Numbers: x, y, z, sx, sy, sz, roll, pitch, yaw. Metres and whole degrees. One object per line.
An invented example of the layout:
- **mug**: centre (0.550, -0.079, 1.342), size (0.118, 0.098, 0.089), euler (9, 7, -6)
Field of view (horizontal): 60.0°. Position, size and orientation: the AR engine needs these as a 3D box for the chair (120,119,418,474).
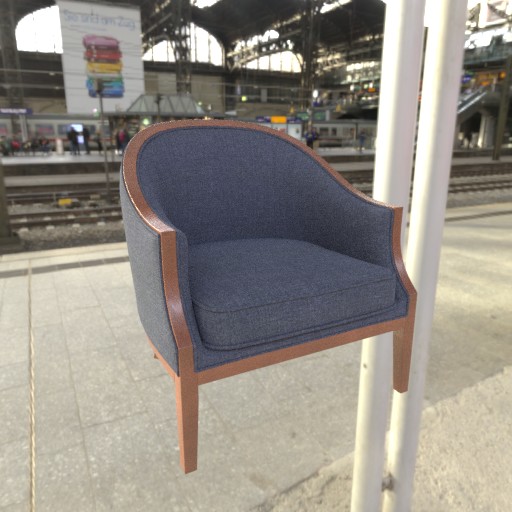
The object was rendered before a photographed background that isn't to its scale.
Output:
- **chair**: centre (0.000, 0.000, 1.450), size (0.803, 0.876, 0.735), euler (-8, 17, -28)
